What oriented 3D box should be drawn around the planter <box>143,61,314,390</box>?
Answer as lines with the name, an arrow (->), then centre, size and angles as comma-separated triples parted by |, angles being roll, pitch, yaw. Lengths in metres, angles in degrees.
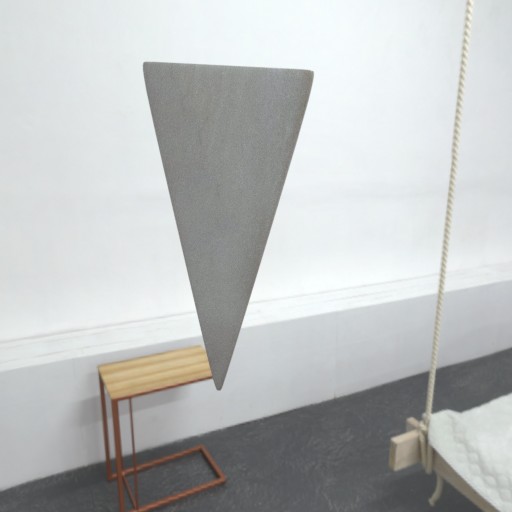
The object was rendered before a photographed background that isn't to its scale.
planter -> 0.000, 0.000, 0.162 | 0.047, 0.130, 0.058 | 14, 21, 42
